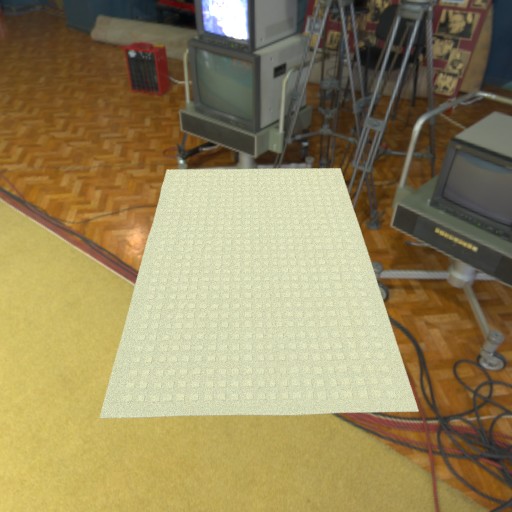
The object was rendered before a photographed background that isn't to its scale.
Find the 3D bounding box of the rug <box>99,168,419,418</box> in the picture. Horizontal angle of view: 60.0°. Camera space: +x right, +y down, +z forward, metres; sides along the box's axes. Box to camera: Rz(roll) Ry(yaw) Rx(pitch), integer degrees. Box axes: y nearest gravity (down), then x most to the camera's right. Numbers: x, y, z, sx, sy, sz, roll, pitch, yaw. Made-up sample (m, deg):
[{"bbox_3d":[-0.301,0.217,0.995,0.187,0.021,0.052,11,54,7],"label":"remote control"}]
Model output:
[{"bbox_3d":[0.000,0.000,2.244,1.143,0.006,1.747,-1,41,-1],"label":"rug"}]
